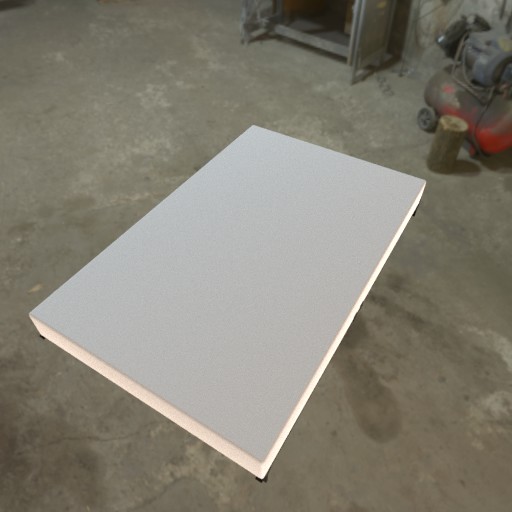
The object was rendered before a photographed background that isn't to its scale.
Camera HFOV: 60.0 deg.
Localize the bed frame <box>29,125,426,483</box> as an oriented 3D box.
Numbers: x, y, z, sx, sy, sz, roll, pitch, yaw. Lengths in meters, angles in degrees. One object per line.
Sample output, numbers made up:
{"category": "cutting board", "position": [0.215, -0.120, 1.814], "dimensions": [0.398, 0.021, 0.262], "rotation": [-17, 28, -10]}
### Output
{"category": "bed frame", "position": [0.000, 0.000, 3.765], "dimensions": [1.930, 0.440, 2.987], "rotation": [24, 51, 21]}
